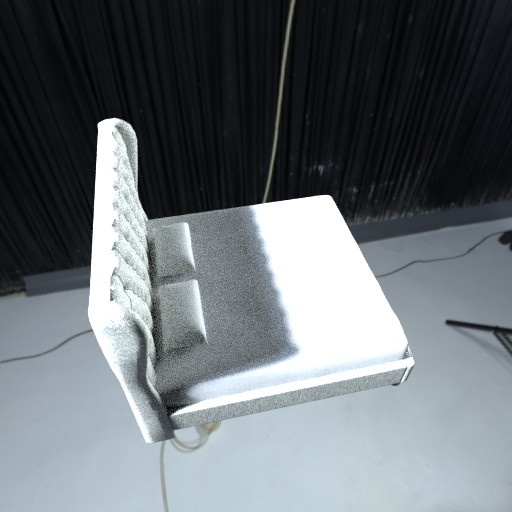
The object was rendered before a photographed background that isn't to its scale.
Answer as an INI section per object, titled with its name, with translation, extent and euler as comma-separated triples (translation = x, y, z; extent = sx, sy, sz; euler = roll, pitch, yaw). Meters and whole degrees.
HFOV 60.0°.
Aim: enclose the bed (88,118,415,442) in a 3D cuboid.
[bed]
translation = 0.000, 0.000, 3.912
extent = 2.347, 1.771, 2.219
euler = -9, 47, -8
